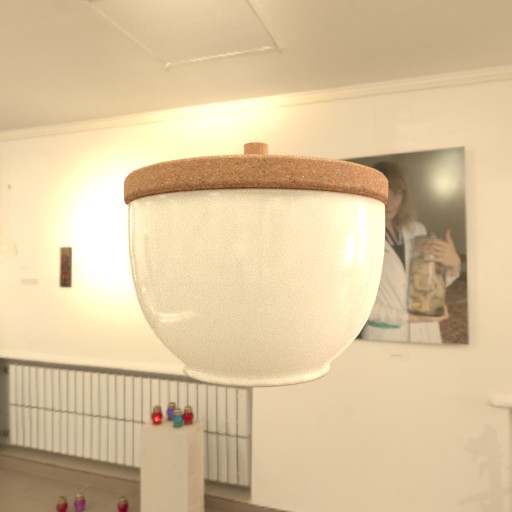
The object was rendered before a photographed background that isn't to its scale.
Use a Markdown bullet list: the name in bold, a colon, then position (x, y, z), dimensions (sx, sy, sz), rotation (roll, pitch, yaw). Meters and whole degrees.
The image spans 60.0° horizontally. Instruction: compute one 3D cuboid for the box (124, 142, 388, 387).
- **box**: position (0.000, 0.000, 0.187), dimensions (0.107, 0.094, 0.107), rotation (0, -1, 0)
